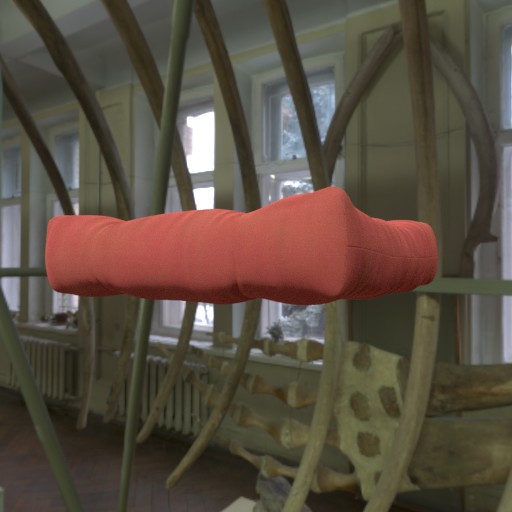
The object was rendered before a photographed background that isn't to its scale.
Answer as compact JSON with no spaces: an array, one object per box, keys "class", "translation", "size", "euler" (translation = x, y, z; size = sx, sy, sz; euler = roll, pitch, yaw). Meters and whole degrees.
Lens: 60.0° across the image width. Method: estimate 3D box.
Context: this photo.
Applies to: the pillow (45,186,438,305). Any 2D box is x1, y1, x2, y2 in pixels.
[{"class":"pillow","translation":[0.000,0.000,0.728],"size":[0.490,0.128,0.468],"euler":[-1,-1,33]}]
